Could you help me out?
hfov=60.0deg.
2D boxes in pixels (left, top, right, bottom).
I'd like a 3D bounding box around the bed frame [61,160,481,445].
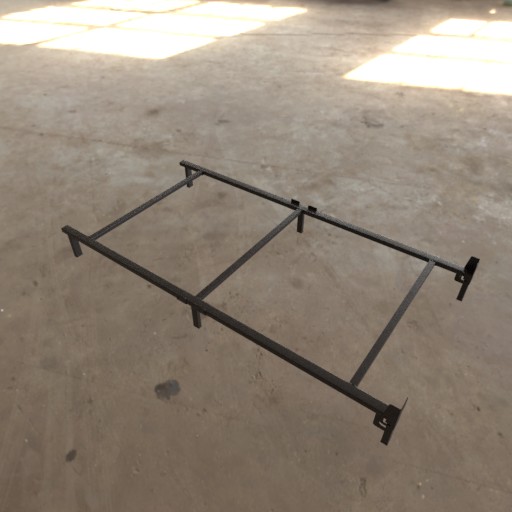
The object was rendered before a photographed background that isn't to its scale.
[{"bbox_3d":[0.000,0.000,2.280,1.897,0.248,0.968,25,46,27],"label":"bed frame"}]
